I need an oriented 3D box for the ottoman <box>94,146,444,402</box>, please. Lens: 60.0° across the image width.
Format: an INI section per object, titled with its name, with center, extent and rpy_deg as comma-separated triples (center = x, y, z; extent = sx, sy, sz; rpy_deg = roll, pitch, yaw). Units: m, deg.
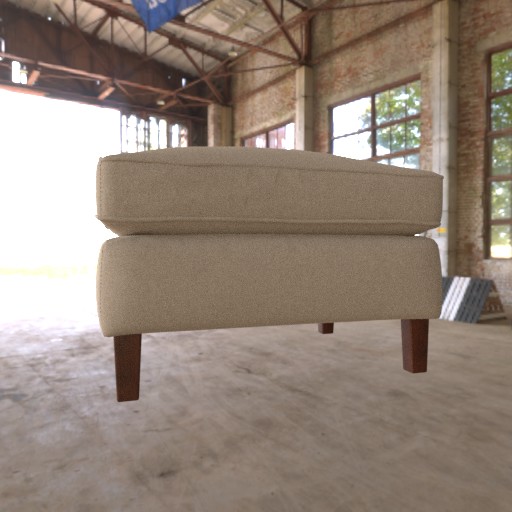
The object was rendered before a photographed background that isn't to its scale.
[ottoman]
center = 0.000, 0.000, 0.998
extent = 0.665, 0.456, 0.501
rpy_deg = 0, 1, -17
